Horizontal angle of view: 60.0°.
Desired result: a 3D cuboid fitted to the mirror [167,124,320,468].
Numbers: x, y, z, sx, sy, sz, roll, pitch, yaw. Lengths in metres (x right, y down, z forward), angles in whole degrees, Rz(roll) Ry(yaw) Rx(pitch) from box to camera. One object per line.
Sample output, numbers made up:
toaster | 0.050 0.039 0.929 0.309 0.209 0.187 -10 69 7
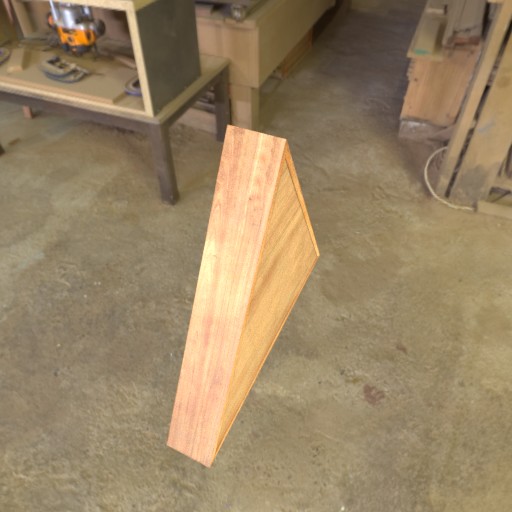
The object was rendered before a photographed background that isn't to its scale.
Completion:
mirror | 0.000 0.000 0.871 0.100 0.548 0.631 19 49 17
